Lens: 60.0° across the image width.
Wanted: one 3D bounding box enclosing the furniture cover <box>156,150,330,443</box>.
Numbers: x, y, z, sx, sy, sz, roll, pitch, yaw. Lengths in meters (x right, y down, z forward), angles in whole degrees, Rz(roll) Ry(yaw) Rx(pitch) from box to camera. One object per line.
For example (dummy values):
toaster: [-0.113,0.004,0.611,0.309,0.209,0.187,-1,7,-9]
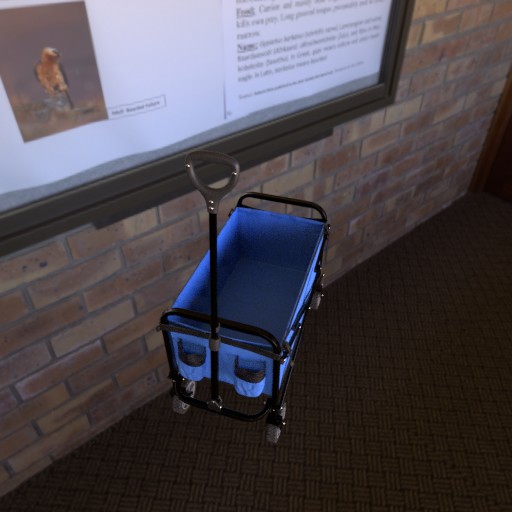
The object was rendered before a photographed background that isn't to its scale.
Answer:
furniture cover: [0.000,0.000,1.843,0.532,1.295,1.038,12,41,14]
